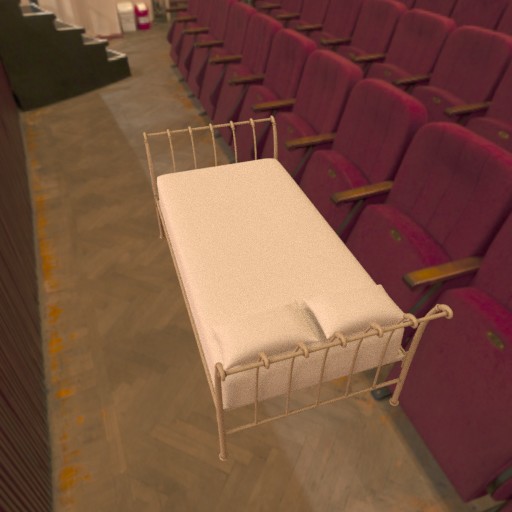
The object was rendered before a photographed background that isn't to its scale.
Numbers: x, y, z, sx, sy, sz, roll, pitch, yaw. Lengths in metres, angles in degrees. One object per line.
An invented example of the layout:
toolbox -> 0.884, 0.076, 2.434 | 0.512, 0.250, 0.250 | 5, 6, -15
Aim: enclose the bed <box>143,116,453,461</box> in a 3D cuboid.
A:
bed -> 0.000, 0.000, 2.803 | 1.032, 0.873, 2.228 | -12, 41, -14
